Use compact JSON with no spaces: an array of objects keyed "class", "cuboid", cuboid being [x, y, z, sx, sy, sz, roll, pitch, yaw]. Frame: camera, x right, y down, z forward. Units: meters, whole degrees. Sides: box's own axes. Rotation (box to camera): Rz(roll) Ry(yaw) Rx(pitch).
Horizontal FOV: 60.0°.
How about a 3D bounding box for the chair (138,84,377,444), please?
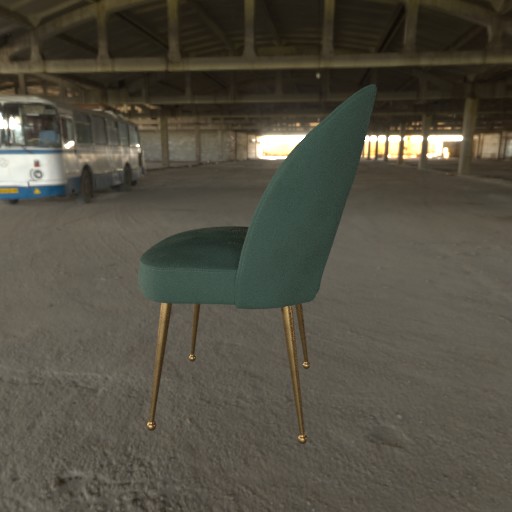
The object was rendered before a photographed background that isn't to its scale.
[{"class":"chair","cuboid":[0.000,0.000,1.211,0.577,0.860,0.527,2,14,8]}]
